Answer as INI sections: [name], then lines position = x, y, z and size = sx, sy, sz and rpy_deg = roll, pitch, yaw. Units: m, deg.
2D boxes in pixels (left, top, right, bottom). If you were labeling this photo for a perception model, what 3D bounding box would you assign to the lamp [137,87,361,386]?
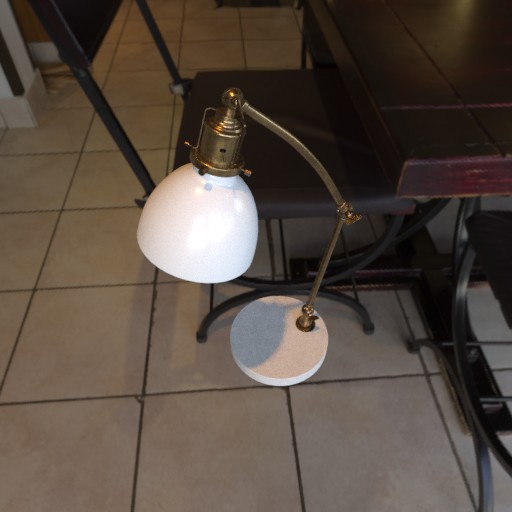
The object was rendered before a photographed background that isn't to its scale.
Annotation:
[lamp]
position = 0.000, 0.000, 0.656
size = 0.317, 0.522, 0.186
rpy_deg = -17, 49, -16
